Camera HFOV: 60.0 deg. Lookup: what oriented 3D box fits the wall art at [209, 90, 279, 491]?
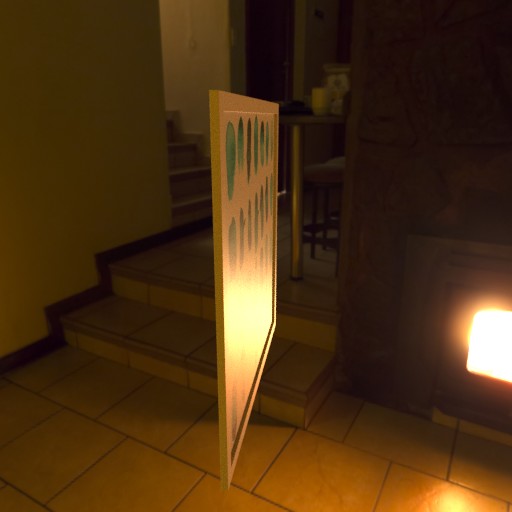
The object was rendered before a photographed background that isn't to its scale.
[{"bbox_3d":[0.000,0.000,0.685,0.009,0.457,0.456,3,18,9],"label":"wall art"}]
